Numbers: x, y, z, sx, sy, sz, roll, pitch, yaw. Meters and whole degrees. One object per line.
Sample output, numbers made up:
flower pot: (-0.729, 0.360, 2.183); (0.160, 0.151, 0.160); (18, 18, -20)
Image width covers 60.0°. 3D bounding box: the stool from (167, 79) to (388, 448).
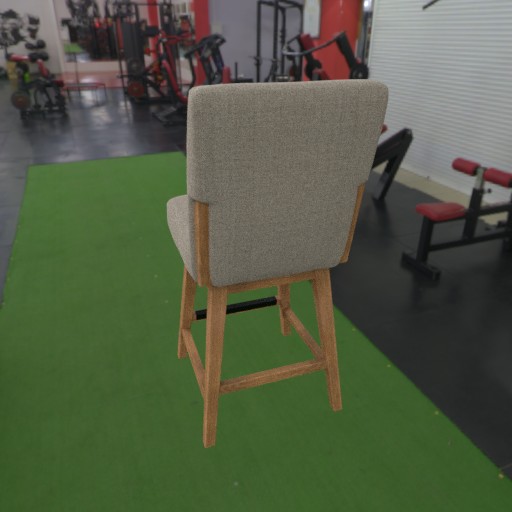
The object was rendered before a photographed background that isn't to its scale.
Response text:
stool: (0.000, 0.000, 1.320); (0.459, 1.010, 0.526); (-9, 28, -17)
